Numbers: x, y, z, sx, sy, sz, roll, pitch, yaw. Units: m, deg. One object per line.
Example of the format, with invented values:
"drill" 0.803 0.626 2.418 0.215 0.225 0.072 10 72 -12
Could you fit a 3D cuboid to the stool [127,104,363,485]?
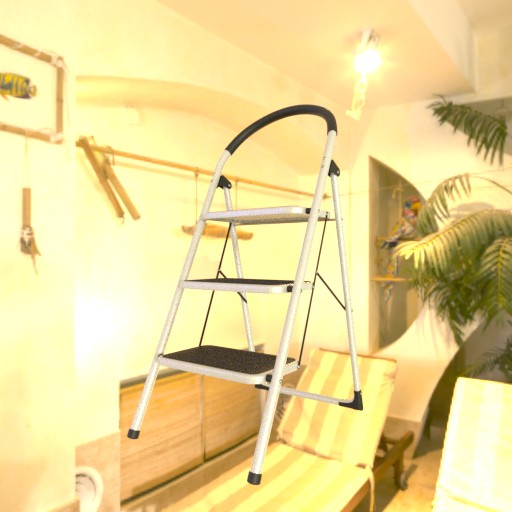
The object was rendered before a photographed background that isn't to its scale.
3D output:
"stool" 0.000 0.000 1.463 0.485 1.109 0.676 0 0 36
